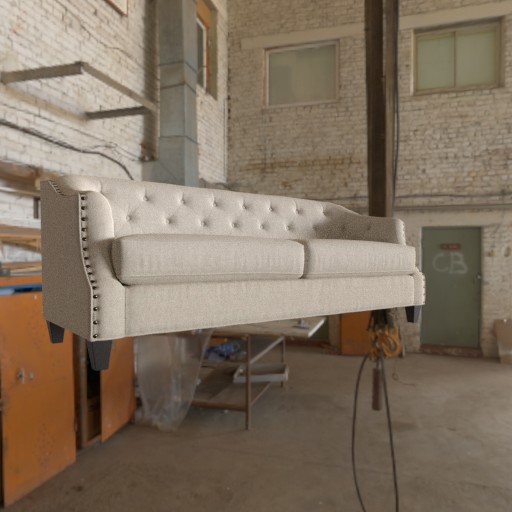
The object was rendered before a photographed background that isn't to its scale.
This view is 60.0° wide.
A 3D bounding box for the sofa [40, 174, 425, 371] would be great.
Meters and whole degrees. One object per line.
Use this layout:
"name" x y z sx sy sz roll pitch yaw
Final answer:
"sofa" 0.000 0.000 2.689 2.235 0.901 0.914 0 0 -37
